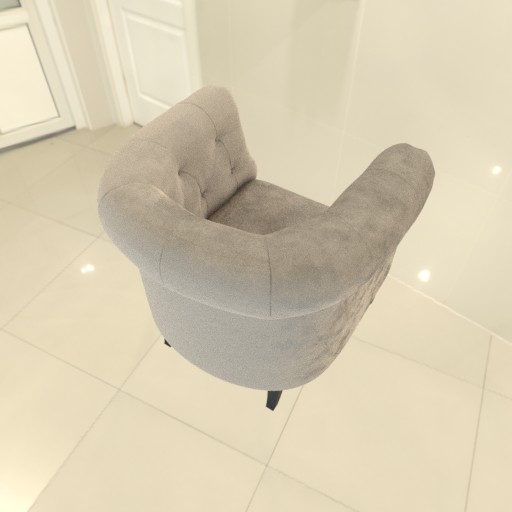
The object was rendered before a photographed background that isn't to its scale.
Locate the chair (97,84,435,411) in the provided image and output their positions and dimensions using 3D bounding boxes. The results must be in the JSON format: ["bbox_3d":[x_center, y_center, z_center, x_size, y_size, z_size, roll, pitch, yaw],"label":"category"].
[{"bbox_3d":[0.000,0.000,1.549,0.904,0.826,0.851,25,52,22],"label":"chair"}]
